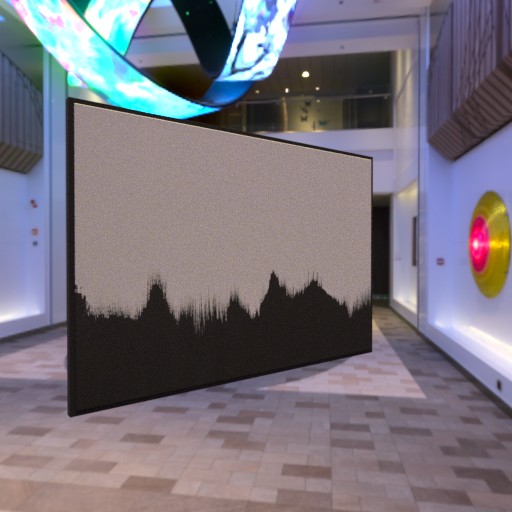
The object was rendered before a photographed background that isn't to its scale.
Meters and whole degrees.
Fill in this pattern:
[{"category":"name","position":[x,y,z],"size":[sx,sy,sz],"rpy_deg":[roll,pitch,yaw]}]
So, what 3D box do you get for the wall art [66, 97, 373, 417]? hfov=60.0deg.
[{"category":"wall art","position":[0.000,0.000,1.477],"size":[1.190,0.805,0.028],"rpy_deg":[-1,1,-37]}]
